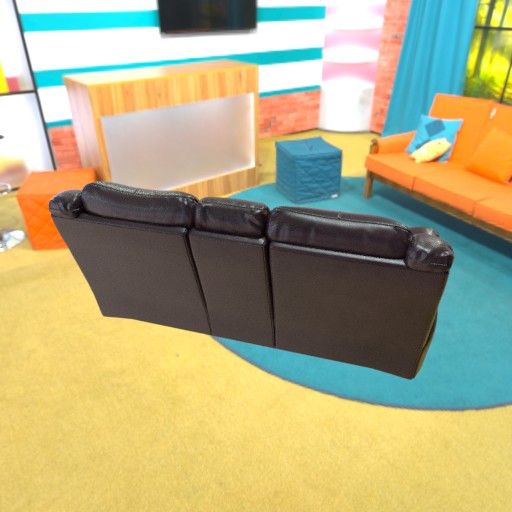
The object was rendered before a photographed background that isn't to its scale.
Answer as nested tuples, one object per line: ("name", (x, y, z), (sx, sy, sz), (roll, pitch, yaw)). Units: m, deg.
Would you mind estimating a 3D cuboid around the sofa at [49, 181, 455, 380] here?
("sofa", (0.000, 0.000, 2.617), (2.058, 1.043, 0.991), (9, 32, 14))
